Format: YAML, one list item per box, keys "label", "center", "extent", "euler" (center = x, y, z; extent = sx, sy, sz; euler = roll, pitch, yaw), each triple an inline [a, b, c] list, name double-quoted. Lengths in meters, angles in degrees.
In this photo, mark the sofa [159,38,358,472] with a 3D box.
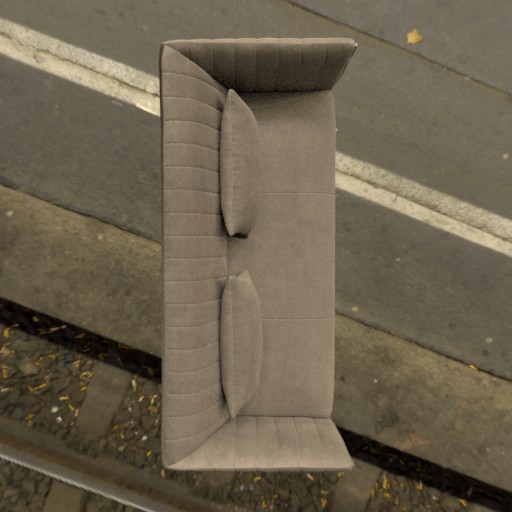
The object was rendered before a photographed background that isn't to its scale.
- label: "sofa"
  center: [0.000, 0.000, 2.320]
  extent: [0.876, 0.780, 1.980]
  euler: [0, 92, -1]
